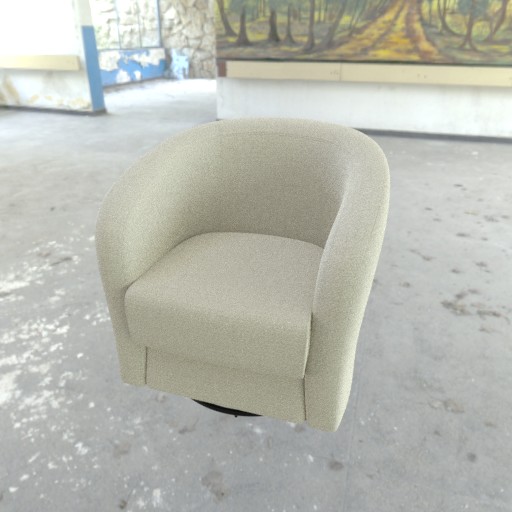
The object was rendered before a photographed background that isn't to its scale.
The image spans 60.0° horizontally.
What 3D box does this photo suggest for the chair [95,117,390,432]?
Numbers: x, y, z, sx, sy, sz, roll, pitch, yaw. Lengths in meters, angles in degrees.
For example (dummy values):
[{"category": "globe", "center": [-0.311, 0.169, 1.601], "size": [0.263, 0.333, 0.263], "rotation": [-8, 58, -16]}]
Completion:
[{"category": "chair", "center": [0.000, 0.000, 1.465], "size": [0.791, 0.771, 0.815], "rotation": [8, 28, 15]}]
